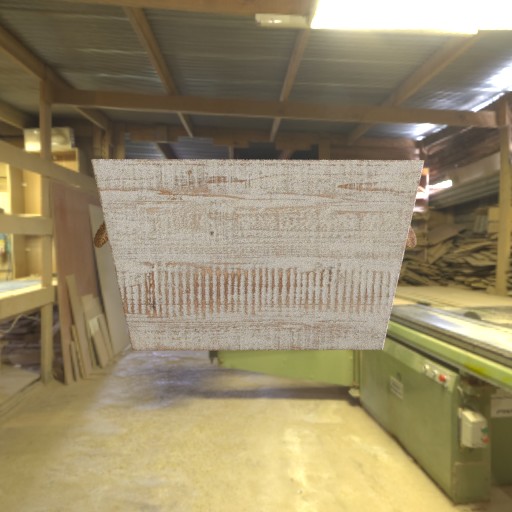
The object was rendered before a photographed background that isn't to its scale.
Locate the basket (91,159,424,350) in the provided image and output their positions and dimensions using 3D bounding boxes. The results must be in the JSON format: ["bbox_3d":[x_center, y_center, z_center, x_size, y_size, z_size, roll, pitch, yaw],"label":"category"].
[{"bbox_3d":[0.000,0.000,0.757,0.545,0.247,0.413,0,1,-1],"label":"basket"}]
